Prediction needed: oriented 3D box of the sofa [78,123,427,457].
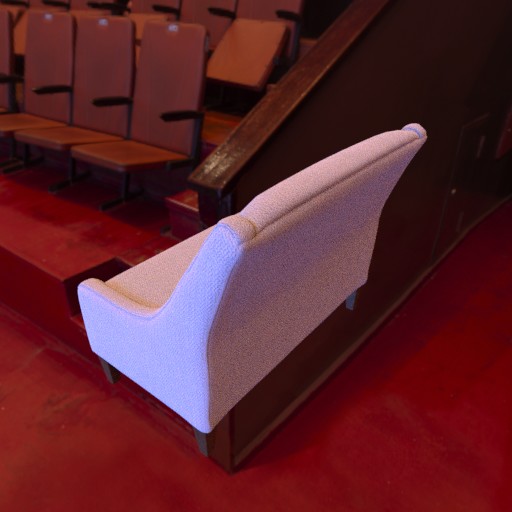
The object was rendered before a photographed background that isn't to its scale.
[{"bbox_3d":[0.000,0.000,1.903,0.870,1.022,1.242,22,37,32],"label":"sofa"}]
